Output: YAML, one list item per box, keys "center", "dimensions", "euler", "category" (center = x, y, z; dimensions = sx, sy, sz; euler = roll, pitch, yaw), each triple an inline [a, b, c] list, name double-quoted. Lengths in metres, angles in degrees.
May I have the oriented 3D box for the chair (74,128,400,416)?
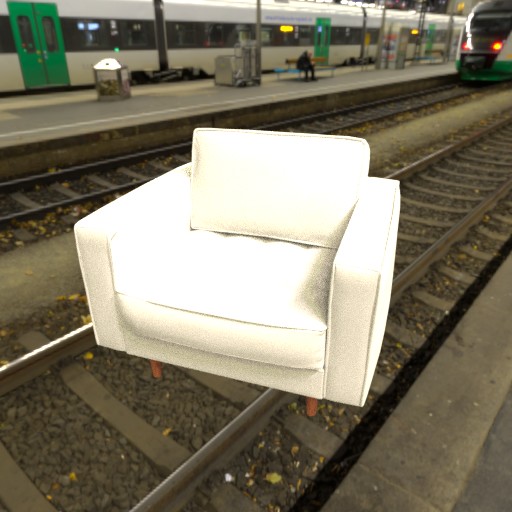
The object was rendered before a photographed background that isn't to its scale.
- center: [0.000, 0.000, 1.549]
  dimensions: [0.928, 0.773, 0.843]
  euler: [8, 27, 17]
  category: "chair"
